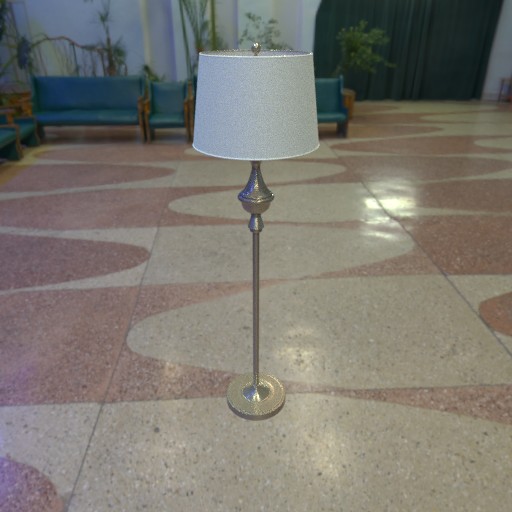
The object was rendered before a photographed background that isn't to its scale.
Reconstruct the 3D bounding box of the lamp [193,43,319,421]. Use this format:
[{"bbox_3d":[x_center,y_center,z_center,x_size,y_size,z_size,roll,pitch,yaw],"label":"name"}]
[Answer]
[{"bbox_3d":[0.000,0.000,1.719,0.431,1.488,0.431,0,28,0],"label":"lamp"}]
